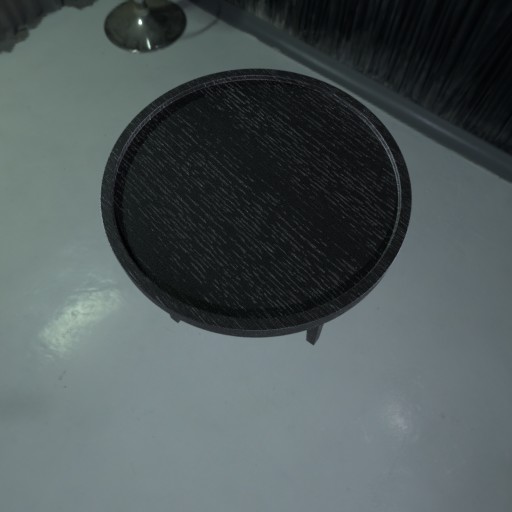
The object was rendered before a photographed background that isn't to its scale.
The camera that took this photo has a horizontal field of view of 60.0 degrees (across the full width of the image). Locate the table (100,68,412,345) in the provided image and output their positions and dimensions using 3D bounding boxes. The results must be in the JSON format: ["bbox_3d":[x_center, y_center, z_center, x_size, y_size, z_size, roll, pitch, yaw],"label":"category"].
[{"bbox_3d":[0.000,0.000,0.780,0.399,0.460,0.399,0,65,0],"label":"table"}]
